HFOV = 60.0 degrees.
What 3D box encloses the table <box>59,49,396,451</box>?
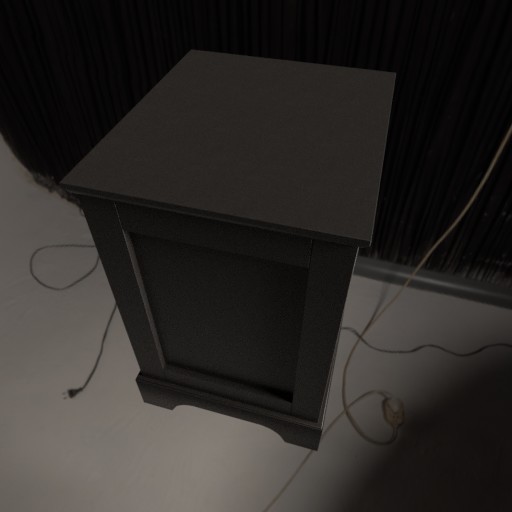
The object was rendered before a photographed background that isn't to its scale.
[{"bbox_3d":[0.000,0.000,0.904,0.399,0.610,0.460,11,47,11],"label":"table"}]
